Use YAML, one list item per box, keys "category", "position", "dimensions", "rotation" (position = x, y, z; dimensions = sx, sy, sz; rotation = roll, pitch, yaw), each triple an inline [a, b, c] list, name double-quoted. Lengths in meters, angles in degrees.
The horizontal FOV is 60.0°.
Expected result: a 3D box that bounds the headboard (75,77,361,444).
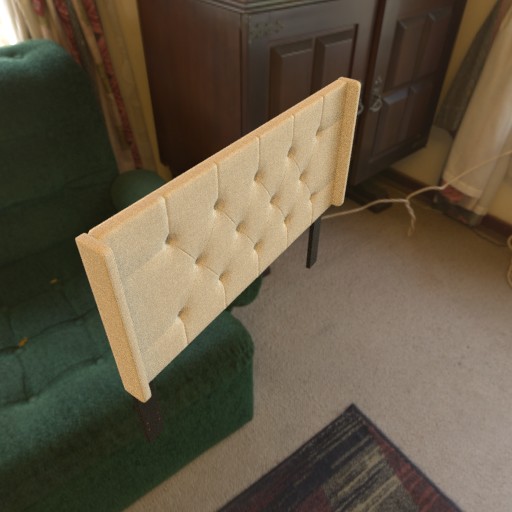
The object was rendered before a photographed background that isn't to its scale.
- category: "headboard"
  position: [0.000, 0.000, 2.648]
  dimensions: [0.184, 1.524, 2.051]
  rotation: [24, 46, 26]
